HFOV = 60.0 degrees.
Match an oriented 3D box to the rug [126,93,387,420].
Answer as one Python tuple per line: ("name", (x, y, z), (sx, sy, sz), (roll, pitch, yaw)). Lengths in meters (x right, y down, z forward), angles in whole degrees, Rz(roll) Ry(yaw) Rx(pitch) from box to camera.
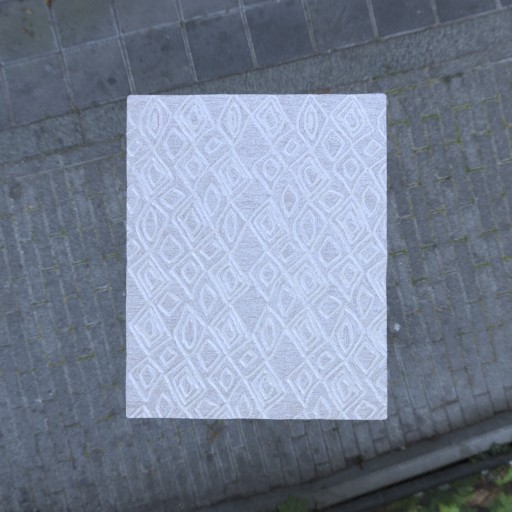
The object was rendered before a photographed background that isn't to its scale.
("rug", (0.000, 0.000, 4.156), (2.449, 0.025, 3.049), (0, 89, 1))
